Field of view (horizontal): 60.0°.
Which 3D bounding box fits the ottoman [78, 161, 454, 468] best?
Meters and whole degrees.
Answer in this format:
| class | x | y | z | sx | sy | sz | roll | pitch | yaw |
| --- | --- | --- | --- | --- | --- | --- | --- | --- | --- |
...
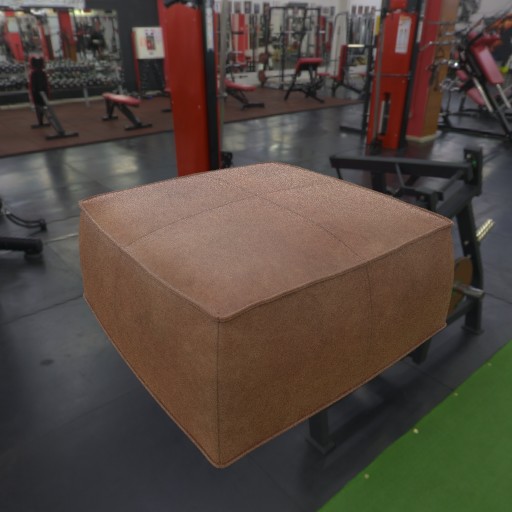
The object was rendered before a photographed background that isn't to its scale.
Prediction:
| class | x | y | z | sx | sy | sz | roll | pitch | yaw |
| --- | --- | --- | --- | --- | --- | --- | --- | --- | --- |
| ottoman | 0.000 | 0.000 | 1.366 | 0.901 | 0.395 | 0.902 | -19 | 32 | -33 |
